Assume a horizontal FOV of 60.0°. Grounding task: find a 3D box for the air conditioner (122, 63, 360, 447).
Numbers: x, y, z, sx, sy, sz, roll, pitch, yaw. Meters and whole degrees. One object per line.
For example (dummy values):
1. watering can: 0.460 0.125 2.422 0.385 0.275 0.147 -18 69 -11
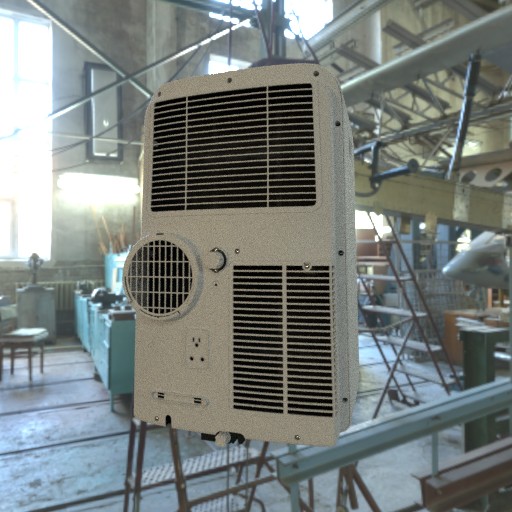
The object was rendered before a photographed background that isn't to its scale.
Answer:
1. air conditioner: 0.000 0.000 1.068 0.478 0.765 0.467 0 0 18
